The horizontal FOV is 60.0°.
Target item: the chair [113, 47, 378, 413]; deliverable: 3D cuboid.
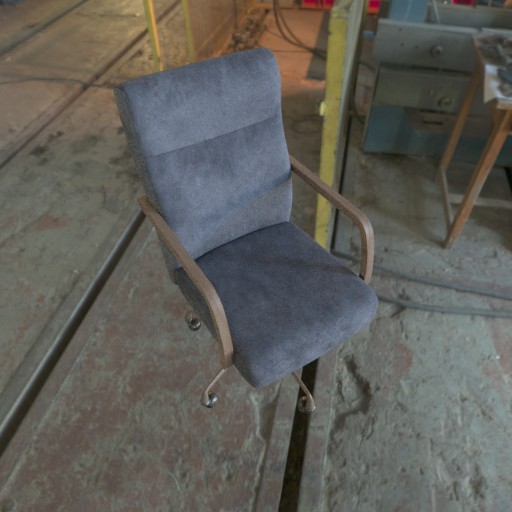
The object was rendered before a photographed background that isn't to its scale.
[{"bbox_3d":[0.000,0.000,1.439,0.640,1.029,0.741,-25,51,-22],"label":"chair"}]
